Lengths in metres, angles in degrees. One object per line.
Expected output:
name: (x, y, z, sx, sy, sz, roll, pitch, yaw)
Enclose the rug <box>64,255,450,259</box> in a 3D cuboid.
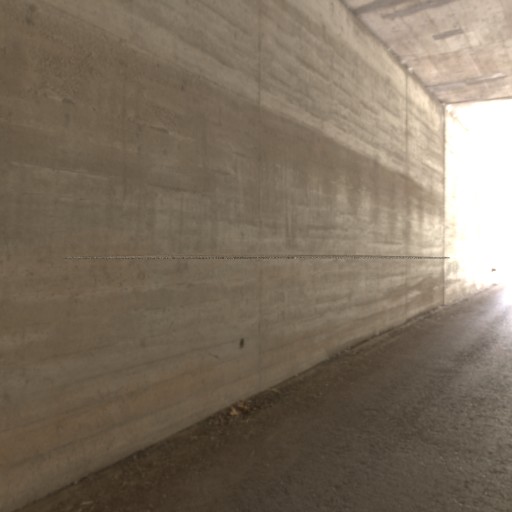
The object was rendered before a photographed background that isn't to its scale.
rug: (0.000, 0.000, 2.939, 1.528, 0.010, 2.440, 0, 0, 0)
